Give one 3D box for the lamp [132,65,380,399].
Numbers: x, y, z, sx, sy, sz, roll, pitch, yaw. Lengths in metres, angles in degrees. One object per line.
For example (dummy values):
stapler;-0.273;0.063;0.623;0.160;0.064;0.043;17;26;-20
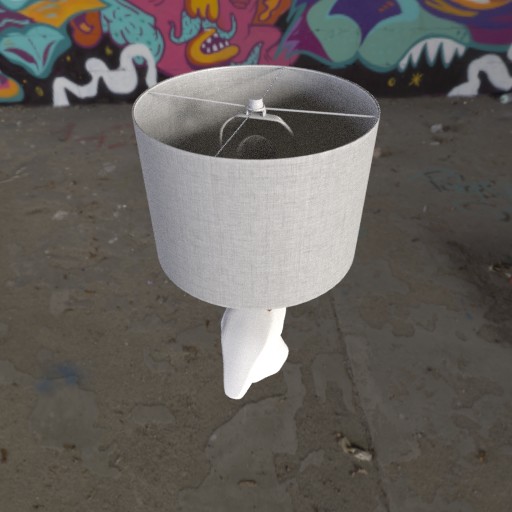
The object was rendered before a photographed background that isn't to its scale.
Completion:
lamp;0.000;0.000;0.702;0.298;0.503;0.298;11;41;12
